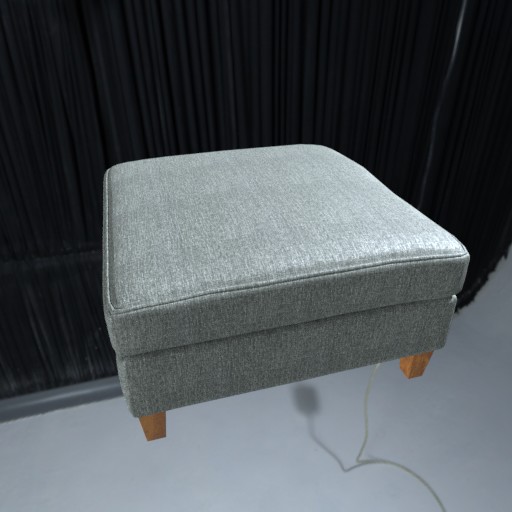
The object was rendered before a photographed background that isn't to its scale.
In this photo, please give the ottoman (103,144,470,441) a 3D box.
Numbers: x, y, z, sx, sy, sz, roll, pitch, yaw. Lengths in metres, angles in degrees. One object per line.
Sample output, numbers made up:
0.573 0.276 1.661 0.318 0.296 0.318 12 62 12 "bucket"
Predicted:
0.000 0.000 1.350 0.838 0.481 0.838 -9 32 -14 "ottoman"
